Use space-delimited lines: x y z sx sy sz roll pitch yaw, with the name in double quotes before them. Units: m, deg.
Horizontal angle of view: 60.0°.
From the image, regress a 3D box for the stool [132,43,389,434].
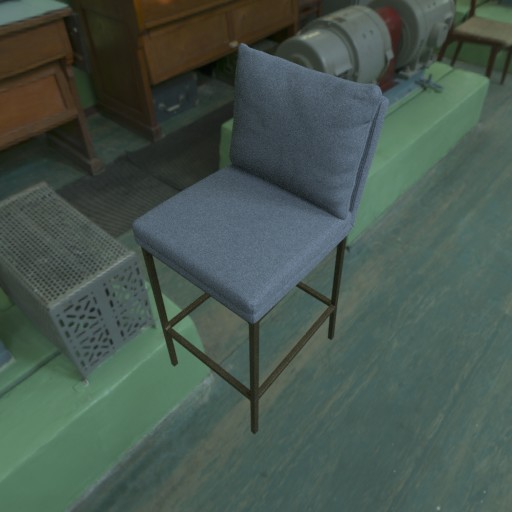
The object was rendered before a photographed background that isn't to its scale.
"stool" 0.000 0.000 1.433 0.463 1.130 0.569 31 53 27
